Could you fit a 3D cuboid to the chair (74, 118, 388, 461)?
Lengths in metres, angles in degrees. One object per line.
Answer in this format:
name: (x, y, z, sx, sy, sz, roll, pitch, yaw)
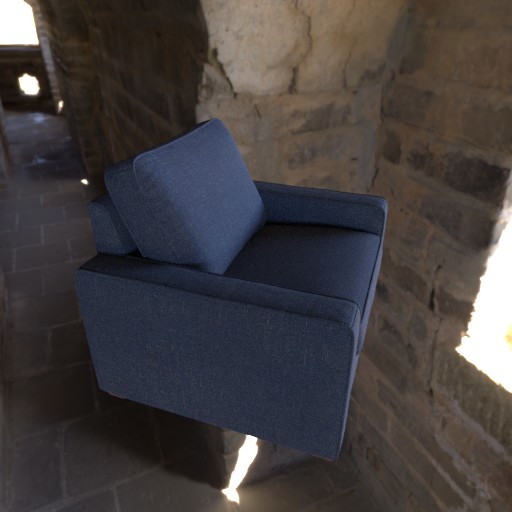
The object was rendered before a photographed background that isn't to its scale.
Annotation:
chair: (0.000, 0.000, 1.763, 0.940, 0.919, 1.017, 10, 31, 17)
